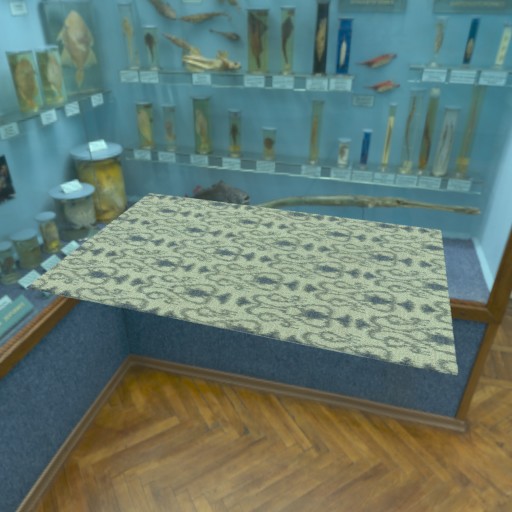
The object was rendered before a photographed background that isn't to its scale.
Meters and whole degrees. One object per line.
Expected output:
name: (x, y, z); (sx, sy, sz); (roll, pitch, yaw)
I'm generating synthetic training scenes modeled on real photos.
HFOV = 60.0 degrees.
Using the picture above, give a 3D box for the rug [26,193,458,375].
rug: (0.000, 0.000, 2.029); (1.652, 0.006, 1.035); (9, 32, 14)
